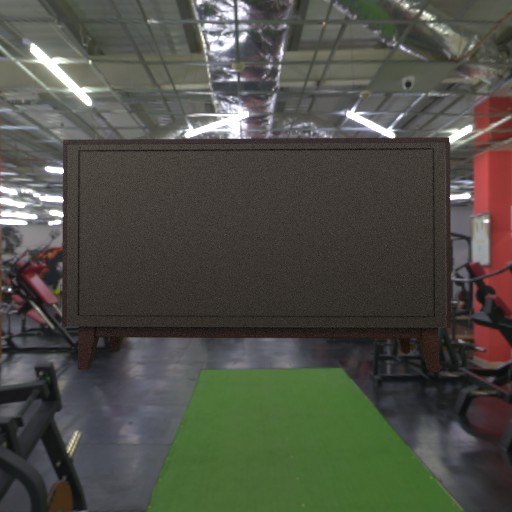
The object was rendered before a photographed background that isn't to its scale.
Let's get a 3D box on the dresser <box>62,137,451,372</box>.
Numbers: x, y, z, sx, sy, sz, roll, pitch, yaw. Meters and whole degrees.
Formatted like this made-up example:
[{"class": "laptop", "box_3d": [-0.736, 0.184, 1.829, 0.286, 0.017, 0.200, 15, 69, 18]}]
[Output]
[{"class": "dresser", "box_3d": [0.000, 0.000, 2.079, 1.609, 0.971, 0.499, 0, -1, 1]}]
